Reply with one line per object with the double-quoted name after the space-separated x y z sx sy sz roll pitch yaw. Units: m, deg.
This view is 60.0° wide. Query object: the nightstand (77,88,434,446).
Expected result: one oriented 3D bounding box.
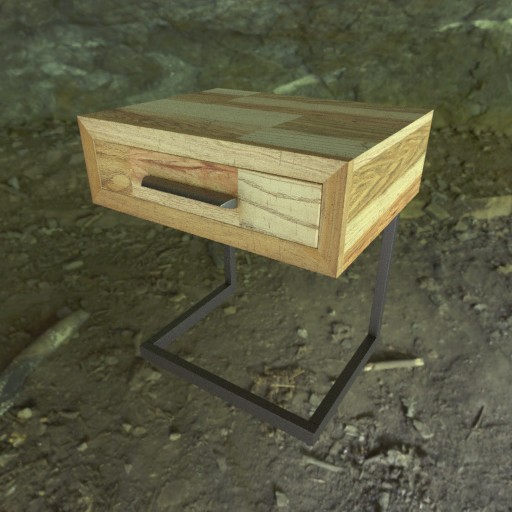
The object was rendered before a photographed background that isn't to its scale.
0.000 0.000 1.016 0.558 0.632 0.481 17 33 29 "nightstand"
